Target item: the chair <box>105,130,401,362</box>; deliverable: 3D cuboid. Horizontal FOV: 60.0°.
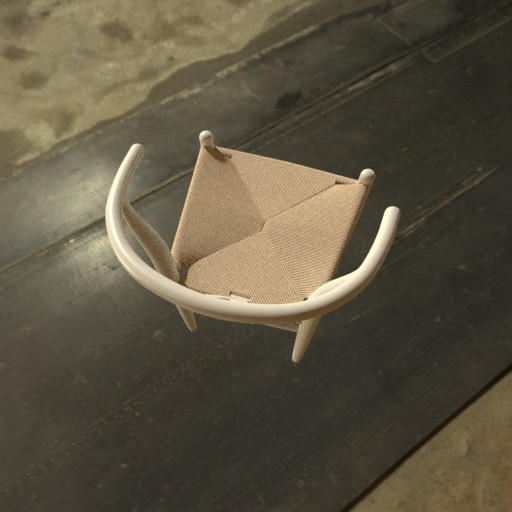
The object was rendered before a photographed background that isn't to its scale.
[{"bbox_3d":[0.000,0.000,1.142,0.569,0.730,0.579,15,65,7],"label":"chair"}]
